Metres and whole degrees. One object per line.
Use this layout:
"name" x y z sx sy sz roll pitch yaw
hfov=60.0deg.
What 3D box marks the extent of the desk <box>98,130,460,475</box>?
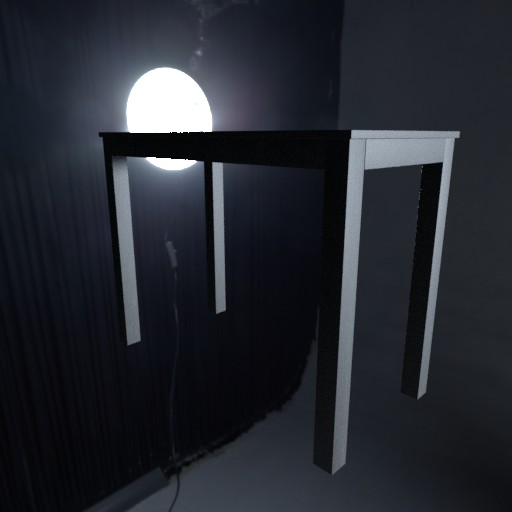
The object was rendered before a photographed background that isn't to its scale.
"desk" 0.000 0.000 1.412 0.499 0.762 0.991 -15 21 -43
